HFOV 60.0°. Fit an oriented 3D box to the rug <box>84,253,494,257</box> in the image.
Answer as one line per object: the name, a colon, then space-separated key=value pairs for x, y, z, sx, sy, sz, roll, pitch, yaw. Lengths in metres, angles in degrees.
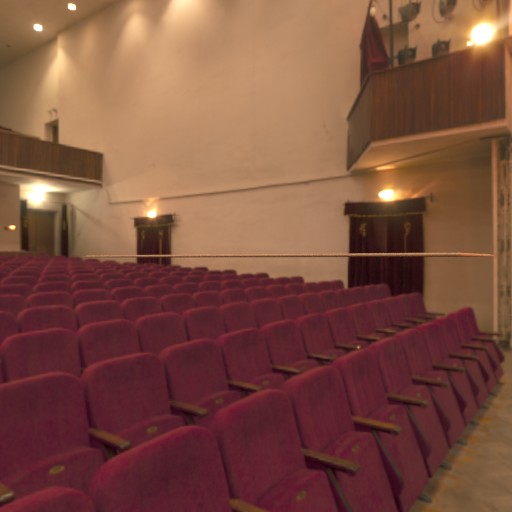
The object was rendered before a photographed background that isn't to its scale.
rug: x=0.000 y=0.000 z=2.398 sx=2.196 sy=0.011 sz=0.662 roll=0 pitch=0 yaw=36
